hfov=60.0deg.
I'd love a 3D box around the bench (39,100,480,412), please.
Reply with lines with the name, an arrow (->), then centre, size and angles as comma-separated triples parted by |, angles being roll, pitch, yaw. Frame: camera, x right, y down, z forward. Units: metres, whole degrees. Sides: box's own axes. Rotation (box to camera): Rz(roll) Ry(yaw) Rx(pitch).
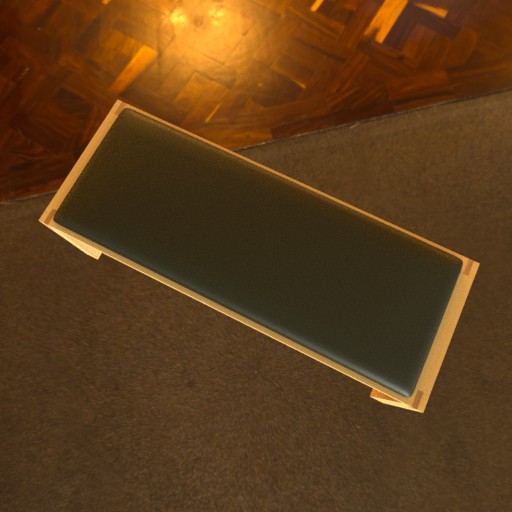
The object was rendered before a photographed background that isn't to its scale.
bench -> 0.000, 0.000, 1.441 | 1.202, 0.430, 0.450 | 26, 77, 6
